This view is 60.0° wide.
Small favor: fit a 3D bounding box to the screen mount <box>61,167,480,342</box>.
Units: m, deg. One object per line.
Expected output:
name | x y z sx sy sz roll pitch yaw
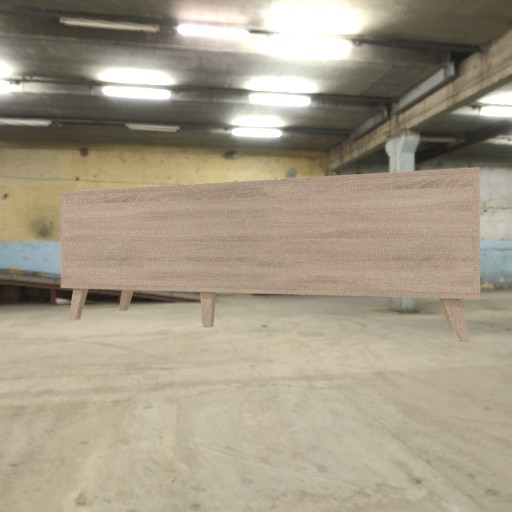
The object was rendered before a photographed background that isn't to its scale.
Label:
screen mount | 0.000 0.000 1.708 1.500 0.510 0.400 0 0 19
